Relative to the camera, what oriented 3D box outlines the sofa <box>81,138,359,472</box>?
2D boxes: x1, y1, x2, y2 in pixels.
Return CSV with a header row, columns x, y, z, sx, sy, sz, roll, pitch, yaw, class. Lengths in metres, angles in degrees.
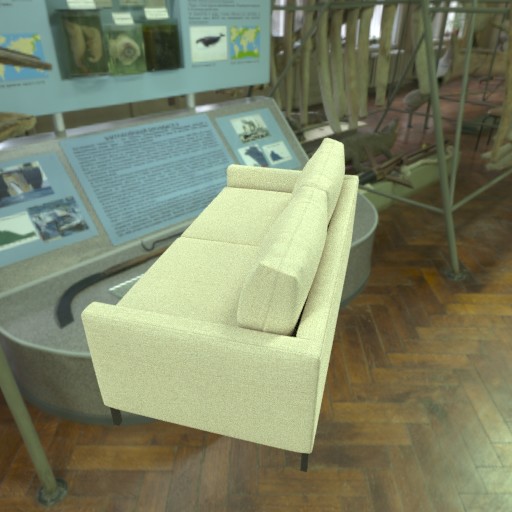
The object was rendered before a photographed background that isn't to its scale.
x,y,z,sx,sy,sz,roll,pitch,yaw,class
0.000,0.000,2.155,0.839,0.812,1.651,8,31,13,sofa
